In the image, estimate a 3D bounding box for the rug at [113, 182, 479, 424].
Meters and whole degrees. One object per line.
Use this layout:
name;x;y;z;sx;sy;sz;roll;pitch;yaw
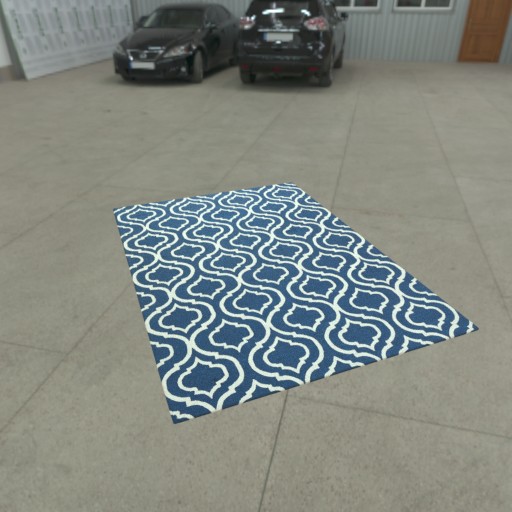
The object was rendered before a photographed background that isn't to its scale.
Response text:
rug;0.000;0.000;2.792;1.524;0.010;2.134;-11;32;-18
